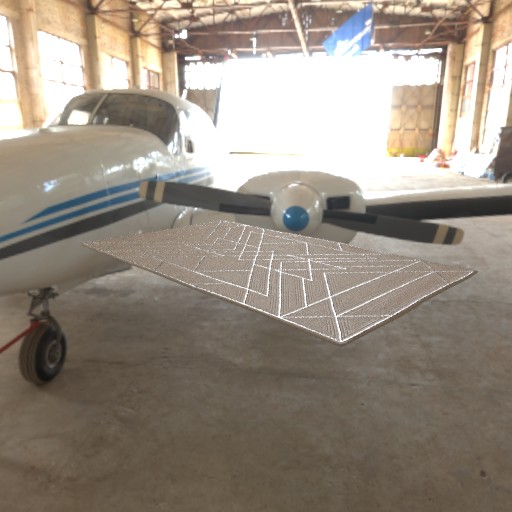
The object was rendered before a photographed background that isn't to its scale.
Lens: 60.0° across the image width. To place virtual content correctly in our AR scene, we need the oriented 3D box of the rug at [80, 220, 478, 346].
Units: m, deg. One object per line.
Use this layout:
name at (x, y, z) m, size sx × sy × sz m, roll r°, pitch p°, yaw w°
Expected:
rug at (0.000, 0.000, 1.087) m, size 0.511 × 0.008 × 0.869 m, roll -14°, pitch 20°, yaw -42°
